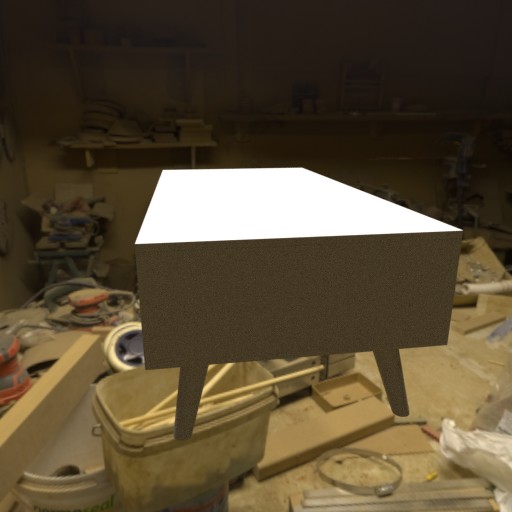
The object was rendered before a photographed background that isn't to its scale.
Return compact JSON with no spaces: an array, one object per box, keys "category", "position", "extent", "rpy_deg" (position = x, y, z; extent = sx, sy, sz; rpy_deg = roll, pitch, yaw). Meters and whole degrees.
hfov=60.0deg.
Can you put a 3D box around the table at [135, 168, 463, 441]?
[{"category":"table","position":[0.000,0.000,1.425],"extent":[0.609,0.432,1.194],"rpy_deg":[-3,17,-9]}]
